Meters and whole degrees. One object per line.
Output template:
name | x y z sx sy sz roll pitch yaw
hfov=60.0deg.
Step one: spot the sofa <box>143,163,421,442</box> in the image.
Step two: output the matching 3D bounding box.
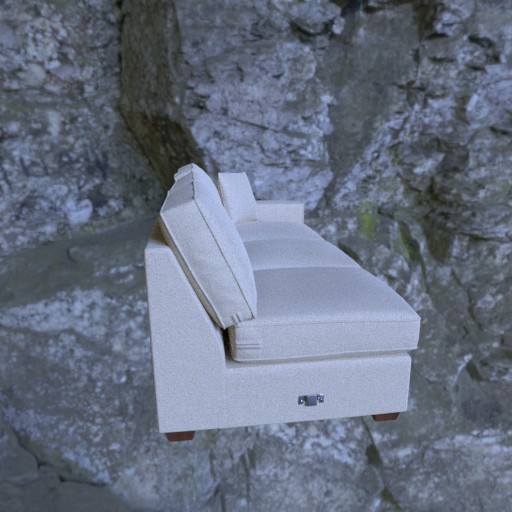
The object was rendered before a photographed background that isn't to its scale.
sofa | 0.000 0.000 2.526 1.034 0.946 1.963 -2 15 -8
